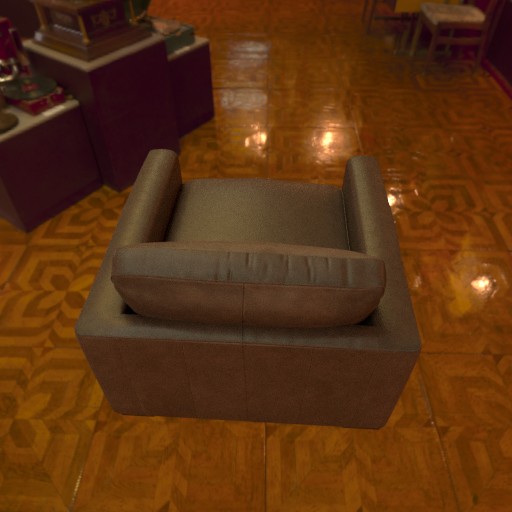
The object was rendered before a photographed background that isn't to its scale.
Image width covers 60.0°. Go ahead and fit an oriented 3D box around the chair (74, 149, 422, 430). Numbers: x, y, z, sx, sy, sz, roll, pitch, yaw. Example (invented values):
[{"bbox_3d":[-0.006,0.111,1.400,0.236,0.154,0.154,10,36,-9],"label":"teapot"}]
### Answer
[{"bbox_3d":[0.000,0.000,1.800,1.100,0.812,1.069,2,45,2],"label":"chair"}]
